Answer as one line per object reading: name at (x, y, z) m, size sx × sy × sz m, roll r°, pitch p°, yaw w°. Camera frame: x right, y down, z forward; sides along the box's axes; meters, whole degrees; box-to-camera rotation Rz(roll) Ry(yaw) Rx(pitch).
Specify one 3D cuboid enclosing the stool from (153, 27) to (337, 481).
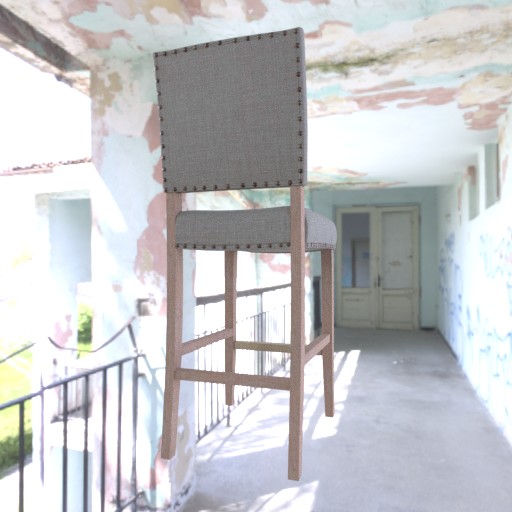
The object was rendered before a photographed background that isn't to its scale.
stool at (0.000, 0.000, 1.450) m, size 0.445 × 1.173 × 0.585 m, roll 0°, pitch -1°, yaw 19°
